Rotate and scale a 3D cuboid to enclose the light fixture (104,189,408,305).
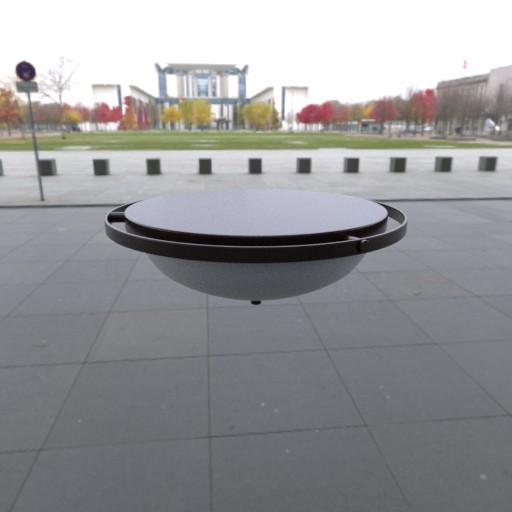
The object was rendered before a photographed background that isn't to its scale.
[{"bbox_3d":[0.000,0.000,0.571,0.361,0.130,0.361,0,16,0],"label":"light fixture"}]
